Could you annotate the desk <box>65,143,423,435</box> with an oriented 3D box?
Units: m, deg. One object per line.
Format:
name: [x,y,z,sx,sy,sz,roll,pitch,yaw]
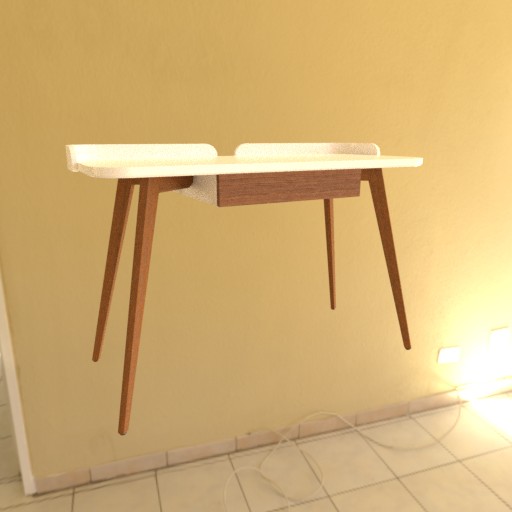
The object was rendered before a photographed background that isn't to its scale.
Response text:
desk: [0.000,0.000,1.653,1.206,0.807,0.534,-8,17,-27]
